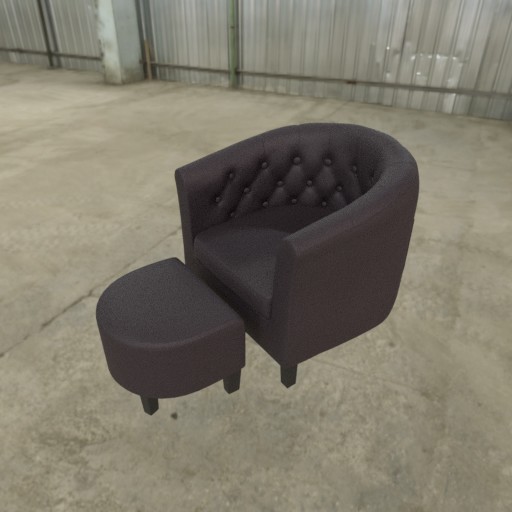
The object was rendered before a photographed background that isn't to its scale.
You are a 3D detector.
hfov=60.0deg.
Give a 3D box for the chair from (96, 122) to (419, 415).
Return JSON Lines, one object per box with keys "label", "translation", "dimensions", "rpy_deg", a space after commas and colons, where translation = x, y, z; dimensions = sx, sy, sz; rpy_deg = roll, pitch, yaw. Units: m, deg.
{"label": "chair", "translation": [0.000, 0.000, 1.639], "dimensions": [1.191, 0.760, 0.763], "rpy_deg": [-21, 38, -30]}
